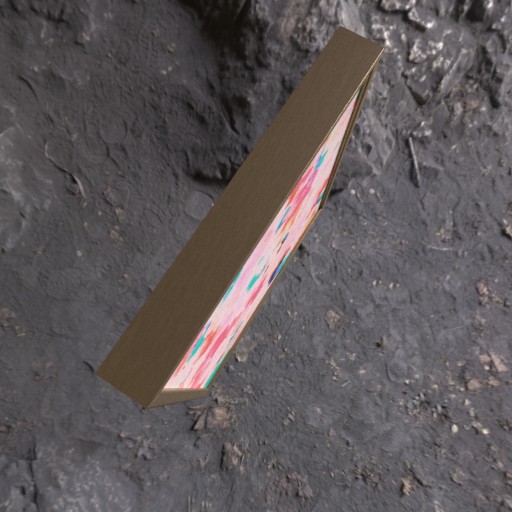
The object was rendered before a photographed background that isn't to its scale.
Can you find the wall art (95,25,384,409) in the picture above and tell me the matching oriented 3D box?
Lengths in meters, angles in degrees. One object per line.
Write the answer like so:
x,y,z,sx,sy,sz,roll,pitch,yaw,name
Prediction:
0.000,0.000,0.446,0.038,0.305,0.304,31,76,9,wall art
